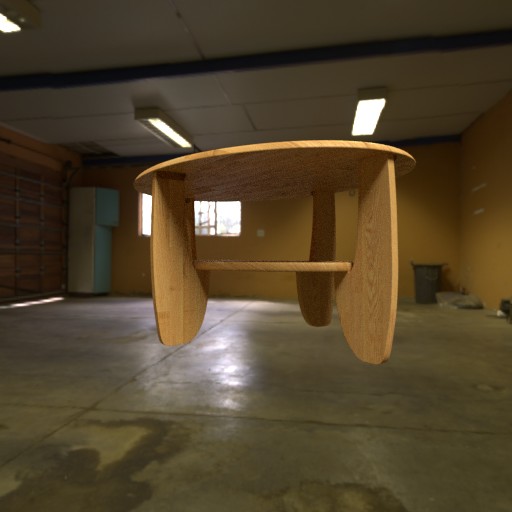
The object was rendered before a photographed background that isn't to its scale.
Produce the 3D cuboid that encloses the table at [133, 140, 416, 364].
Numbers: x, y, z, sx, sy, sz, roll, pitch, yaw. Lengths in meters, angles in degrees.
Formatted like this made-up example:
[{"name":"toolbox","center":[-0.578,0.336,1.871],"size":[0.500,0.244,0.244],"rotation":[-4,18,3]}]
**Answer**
[{"name":"table","center":[0.000,0.000,1.388],"size":[0.690,0.490,1.040],"rotation":[0,0,-36]}]
